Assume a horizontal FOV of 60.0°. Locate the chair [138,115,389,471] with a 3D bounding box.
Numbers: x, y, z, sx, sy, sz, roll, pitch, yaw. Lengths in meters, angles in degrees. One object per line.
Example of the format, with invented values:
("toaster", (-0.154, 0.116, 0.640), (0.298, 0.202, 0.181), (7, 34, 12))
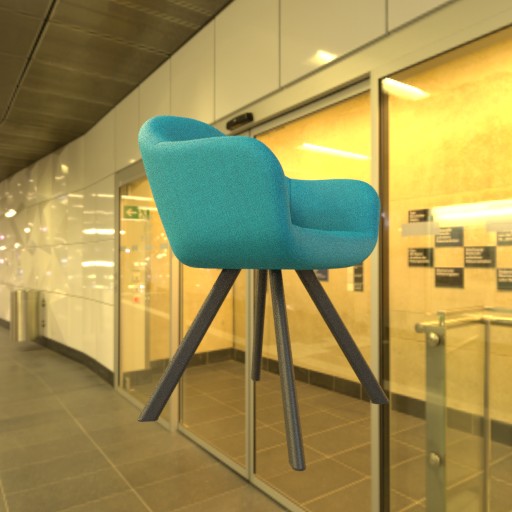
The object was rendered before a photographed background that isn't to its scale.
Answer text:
("chair", (0.000, 0.000, 1.169), (0.550, 0.795, 0.590), (0, -1, 35))
